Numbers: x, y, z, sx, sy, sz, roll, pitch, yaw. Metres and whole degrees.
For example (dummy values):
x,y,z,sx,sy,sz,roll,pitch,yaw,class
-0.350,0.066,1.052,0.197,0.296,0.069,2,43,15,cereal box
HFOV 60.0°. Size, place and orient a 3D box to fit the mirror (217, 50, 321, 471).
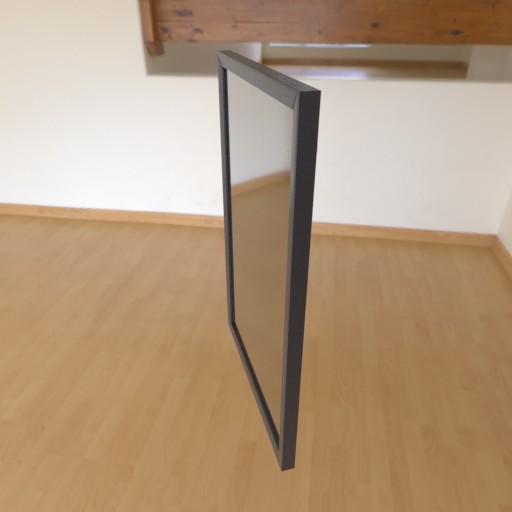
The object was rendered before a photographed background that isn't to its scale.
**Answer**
x,y,z,sx,sy,sz,roll,pitch,yaw,class
0.000,0.000,1.148,0.040,0.915,0.609,-8,31,-14,mirror
